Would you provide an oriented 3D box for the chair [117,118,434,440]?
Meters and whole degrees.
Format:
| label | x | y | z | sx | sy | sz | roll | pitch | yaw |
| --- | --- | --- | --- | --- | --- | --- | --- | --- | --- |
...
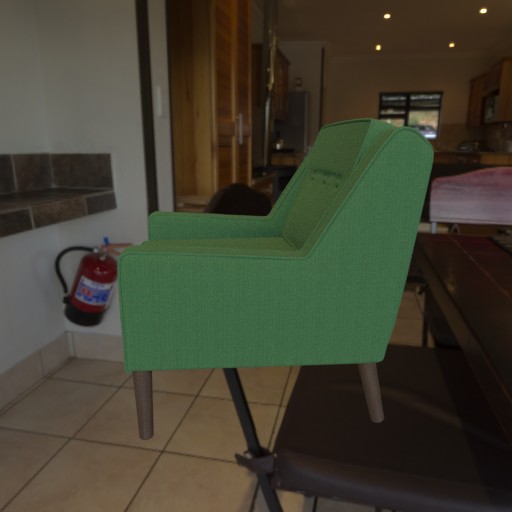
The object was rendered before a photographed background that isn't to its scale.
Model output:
| label | x | y | z | sx | sy | sz | roll | pitch | yaw |
| --- | --- | --- | --- | --- | --- | --- | --- | --- | --- |
| chair | 0.000 | 0.000 | 1.352 | 0.743 | 0.792 | 0.663 | -2 | 14 | -6 |
